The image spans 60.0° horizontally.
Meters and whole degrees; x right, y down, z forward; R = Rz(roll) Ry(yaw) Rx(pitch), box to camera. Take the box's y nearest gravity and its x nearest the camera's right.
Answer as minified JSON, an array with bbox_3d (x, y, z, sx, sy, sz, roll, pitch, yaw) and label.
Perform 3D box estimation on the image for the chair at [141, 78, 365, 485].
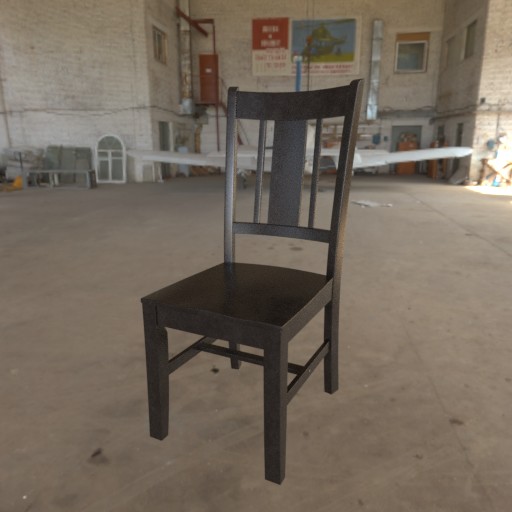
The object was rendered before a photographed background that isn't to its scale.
[{"bbox_3d":[0.000,0.000,1.289,0.450,0.998,0.555,7,16,26],"label":"chair"}]
